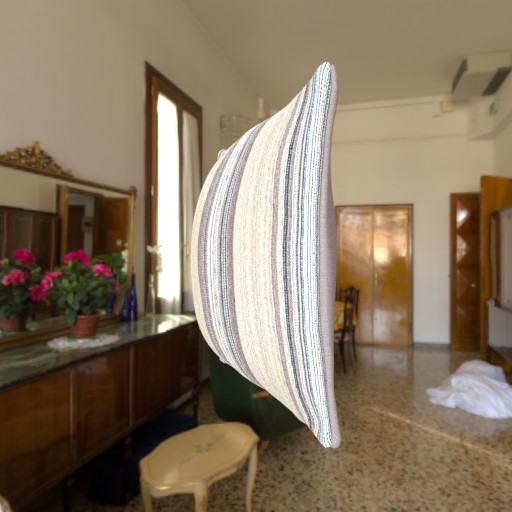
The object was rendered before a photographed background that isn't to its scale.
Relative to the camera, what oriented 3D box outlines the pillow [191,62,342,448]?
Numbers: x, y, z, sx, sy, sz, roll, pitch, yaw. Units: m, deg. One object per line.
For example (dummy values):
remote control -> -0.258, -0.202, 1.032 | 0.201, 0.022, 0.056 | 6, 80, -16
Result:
pillow -> 0.000, 0.000, 0.670 | 0.189, 0.416, 0.435 | 0, 0, -20
